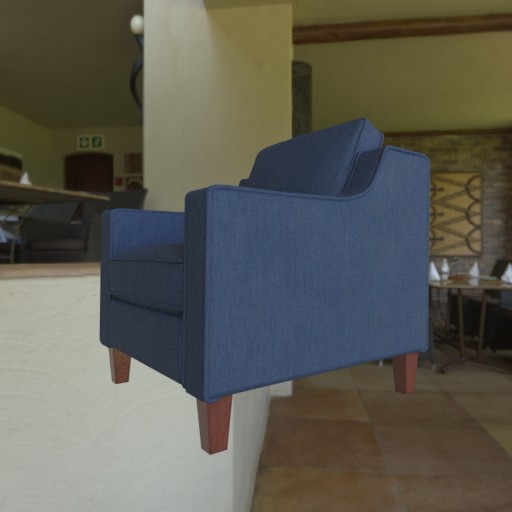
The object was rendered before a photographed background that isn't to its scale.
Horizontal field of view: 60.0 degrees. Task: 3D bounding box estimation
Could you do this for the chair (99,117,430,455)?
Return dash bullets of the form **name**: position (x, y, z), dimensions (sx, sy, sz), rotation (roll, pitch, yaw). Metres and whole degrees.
- **chair**: position (0.000, 0.000, 1.618), dimensions (0.909, 0.960, 0.831), rotation (-1, 1, -36)
